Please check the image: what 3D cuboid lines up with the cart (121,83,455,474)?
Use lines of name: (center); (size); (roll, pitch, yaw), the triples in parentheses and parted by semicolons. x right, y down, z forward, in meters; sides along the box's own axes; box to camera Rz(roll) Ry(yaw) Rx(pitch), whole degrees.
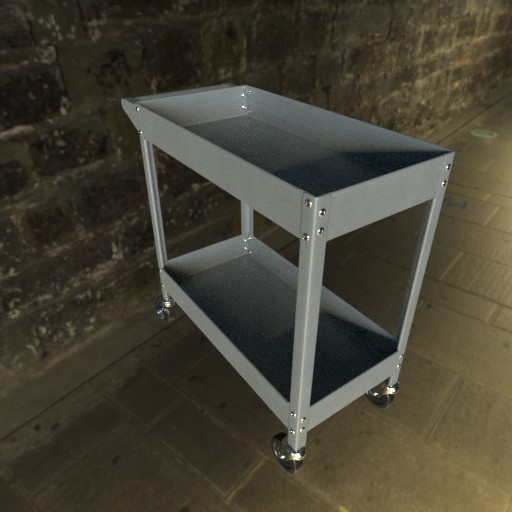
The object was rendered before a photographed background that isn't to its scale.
cart: (0.000, 0.000, 1.166); (0.366, 0.719, 0.779); (-21, 38, -29)
